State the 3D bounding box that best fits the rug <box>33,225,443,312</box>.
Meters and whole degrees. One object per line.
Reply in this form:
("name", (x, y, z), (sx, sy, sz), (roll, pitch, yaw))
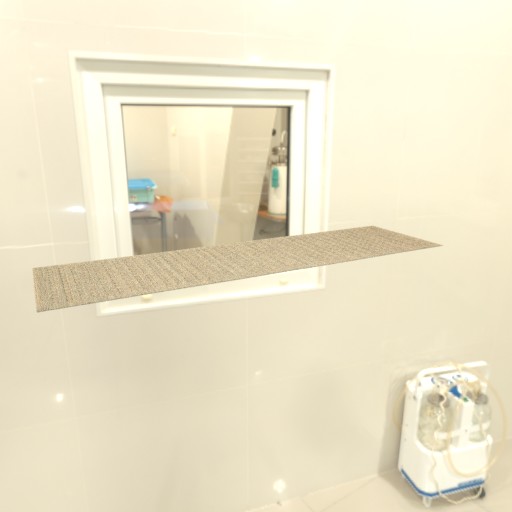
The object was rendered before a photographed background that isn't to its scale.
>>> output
("rug", (0.000, 0.000, 2.701), (2.437, 0.005, 0.688), (-8, 18, -26))
